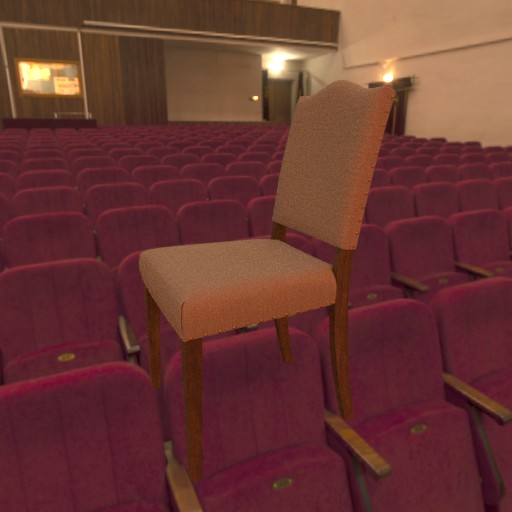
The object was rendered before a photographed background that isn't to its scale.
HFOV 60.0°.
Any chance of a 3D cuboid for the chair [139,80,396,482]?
[{"bbox_3d":[0.000,0.000,1.344,0.620,1.020,0.508,-7,18,-24],"label":"chair"}]
